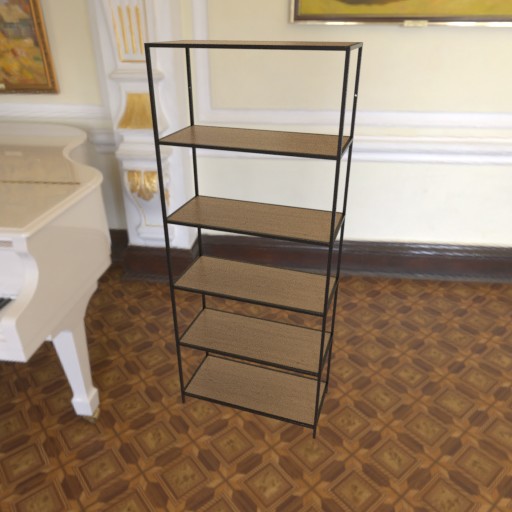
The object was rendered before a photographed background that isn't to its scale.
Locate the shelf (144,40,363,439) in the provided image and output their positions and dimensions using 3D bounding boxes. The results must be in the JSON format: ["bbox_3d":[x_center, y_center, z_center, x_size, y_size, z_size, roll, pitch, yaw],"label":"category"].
[{"bbox_3d":[0.000,0.000,2.132,0.770,1.850,0.350,9,29,16],"label":"shelf"}]
